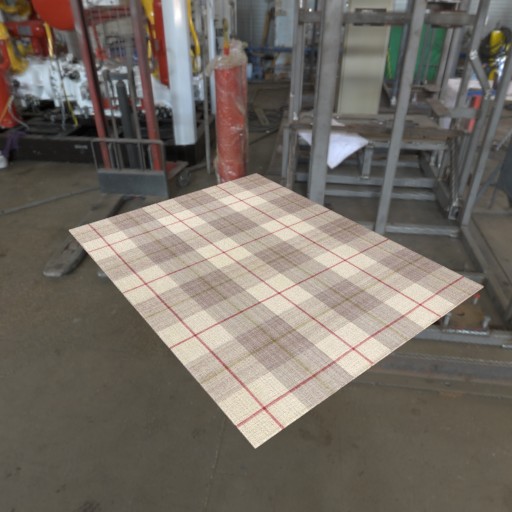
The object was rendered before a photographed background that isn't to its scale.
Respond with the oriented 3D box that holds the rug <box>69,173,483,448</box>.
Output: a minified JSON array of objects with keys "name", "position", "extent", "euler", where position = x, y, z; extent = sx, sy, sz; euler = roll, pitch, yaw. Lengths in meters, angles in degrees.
[{"name":"rug","position":[0.000,0.000,3.936],"extent":[2.317,0.016,2.959],"euler":[-23,39,-31]}]
